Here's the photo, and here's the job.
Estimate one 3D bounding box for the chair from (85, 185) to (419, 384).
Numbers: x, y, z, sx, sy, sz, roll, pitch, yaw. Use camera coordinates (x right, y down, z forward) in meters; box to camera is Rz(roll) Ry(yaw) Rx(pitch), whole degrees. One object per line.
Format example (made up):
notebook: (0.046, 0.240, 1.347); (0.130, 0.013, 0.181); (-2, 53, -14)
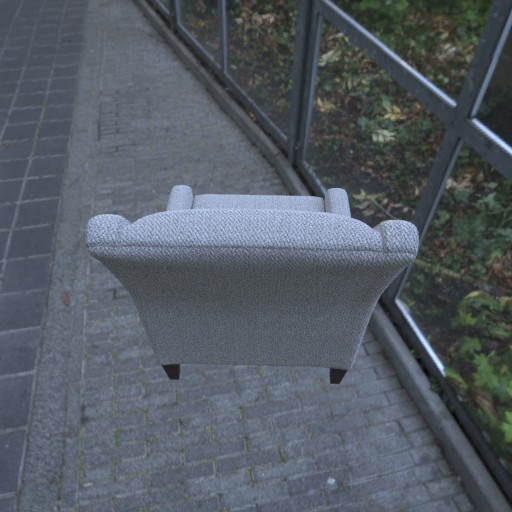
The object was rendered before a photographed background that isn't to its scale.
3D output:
chair: (0.000, 0.000, 1.619); (0.774, 1.014, 0.870); (1, 47, 1)
